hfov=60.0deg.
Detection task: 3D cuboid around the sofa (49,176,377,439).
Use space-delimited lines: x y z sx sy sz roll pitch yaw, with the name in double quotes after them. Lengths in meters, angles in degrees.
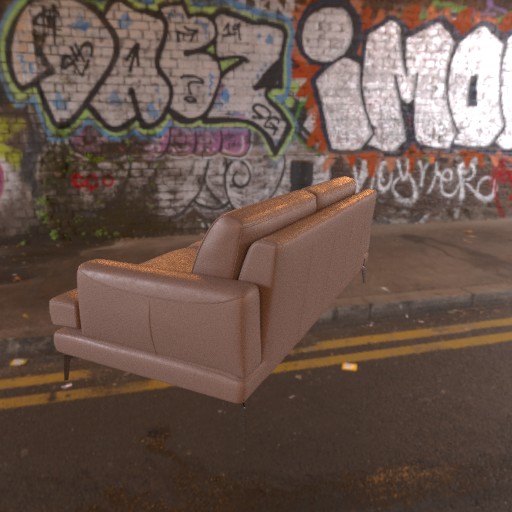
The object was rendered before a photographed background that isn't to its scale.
0.000 0.000 2.434 0.974 0.765 1.940 7 17 25 "sofa"
